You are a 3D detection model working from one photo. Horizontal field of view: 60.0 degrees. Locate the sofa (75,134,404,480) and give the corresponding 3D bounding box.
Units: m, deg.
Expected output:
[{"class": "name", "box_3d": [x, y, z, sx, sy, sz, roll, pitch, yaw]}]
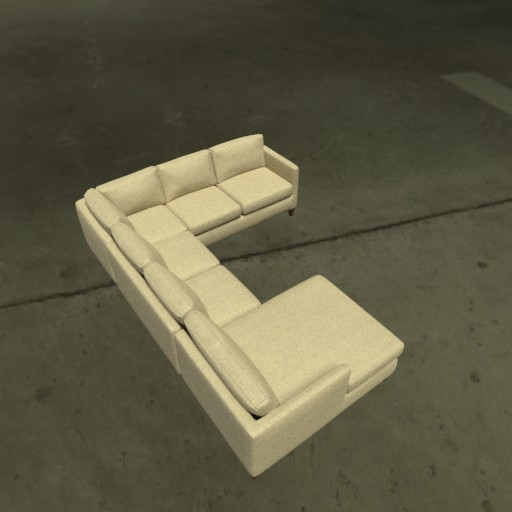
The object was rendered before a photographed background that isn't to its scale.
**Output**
[{"class": "sofa", "box_3d": [0.000, 0.000, 4.663, 2.593, 0.959, 3.460, -26, 47, -27]}]
